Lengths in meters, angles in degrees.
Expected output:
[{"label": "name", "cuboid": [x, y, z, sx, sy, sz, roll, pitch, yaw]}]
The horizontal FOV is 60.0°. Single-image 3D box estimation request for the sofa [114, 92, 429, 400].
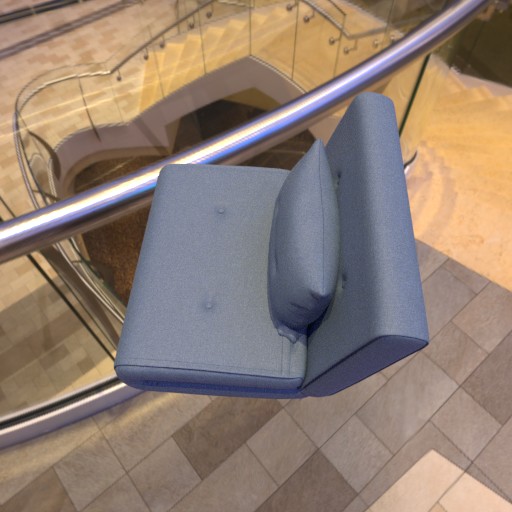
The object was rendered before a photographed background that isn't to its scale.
[{"label": "sofa", "cuboid": [0.000, 0.000, 1.774, 0.996, 0.860, 0.999, 3, 58, 2]}]
